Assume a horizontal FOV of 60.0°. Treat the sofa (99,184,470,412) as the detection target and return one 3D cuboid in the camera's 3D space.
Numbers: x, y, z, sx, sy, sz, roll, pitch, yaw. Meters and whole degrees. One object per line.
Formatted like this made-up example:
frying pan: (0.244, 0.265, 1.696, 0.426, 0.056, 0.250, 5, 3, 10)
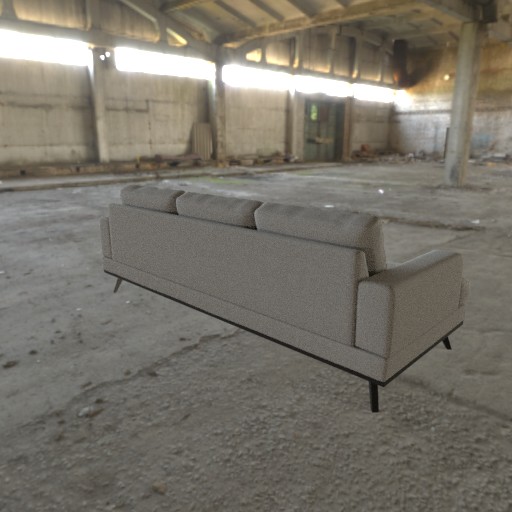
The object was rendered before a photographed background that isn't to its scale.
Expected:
sofa: (0.000, 0.000, 2.792, 2.310, 0.810, 0.920, 14, 20, 42)
